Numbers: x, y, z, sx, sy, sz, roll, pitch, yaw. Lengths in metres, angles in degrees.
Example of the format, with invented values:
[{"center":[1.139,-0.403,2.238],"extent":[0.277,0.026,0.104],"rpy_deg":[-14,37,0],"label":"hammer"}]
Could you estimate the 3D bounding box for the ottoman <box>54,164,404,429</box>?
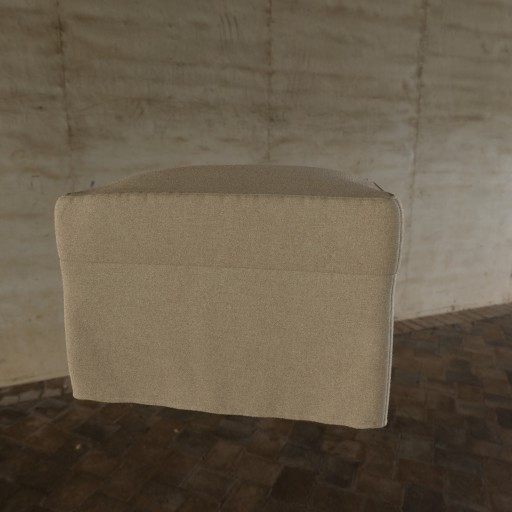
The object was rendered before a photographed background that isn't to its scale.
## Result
[{"center":[0.000,0.000,1.203],"extent":[0.650,0.485,0.833],"rpy_deg":[2,12,10],"label":"ottoman"}]
